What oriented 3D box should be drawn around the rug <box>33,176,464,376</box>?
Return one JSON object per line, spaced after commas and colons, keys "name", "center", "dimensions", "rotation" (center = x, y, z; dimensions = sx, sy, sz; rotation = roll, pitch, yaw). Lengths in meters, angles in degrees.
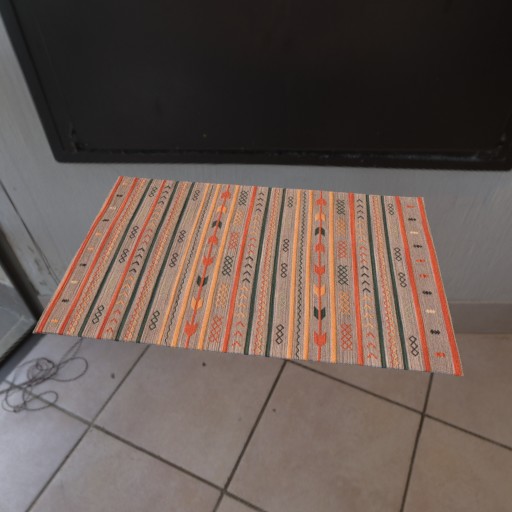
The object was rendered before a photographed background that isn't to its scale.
{"name": "rug", "center": [0.000, 0.000, 3.008], "dimensions": [2.439, 0.029, 1.537], "rotation": [5, 46, 5]}
